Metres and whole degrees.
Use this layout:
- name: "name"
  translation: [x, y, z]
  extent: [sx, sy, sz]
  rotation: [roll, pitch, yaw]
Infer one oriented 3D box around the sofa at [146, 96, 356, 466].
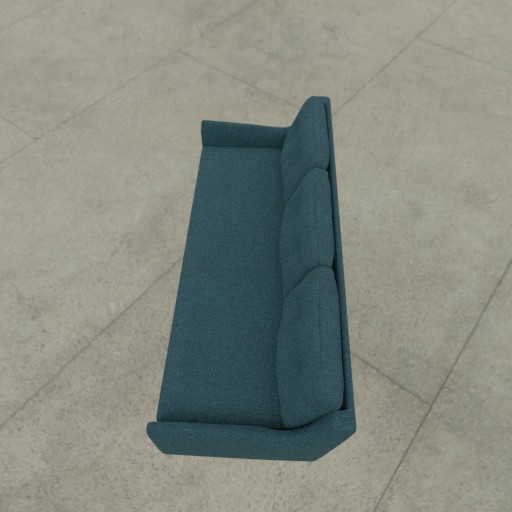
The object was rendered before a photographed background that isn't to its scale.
- name: "sofa"
  translation: [0.000, 0.000, 2.513]
  extent: [0.849, 0.837, 2.060]
  rotation: [2, 55, 2]
